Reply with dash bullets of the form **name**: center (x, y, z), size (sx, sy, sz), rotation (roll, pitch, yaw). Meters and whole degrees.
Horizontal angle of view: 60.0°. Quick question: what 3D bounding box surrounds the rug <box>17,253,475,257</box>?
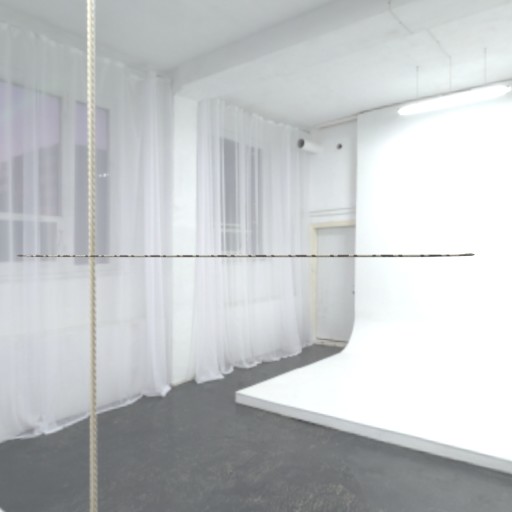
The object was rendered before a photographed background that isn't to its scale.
- **rug**: center (0.000, 0.000, 2.934), size (2.425, 0.014, 1.563), rotation (0, 0, 18)
